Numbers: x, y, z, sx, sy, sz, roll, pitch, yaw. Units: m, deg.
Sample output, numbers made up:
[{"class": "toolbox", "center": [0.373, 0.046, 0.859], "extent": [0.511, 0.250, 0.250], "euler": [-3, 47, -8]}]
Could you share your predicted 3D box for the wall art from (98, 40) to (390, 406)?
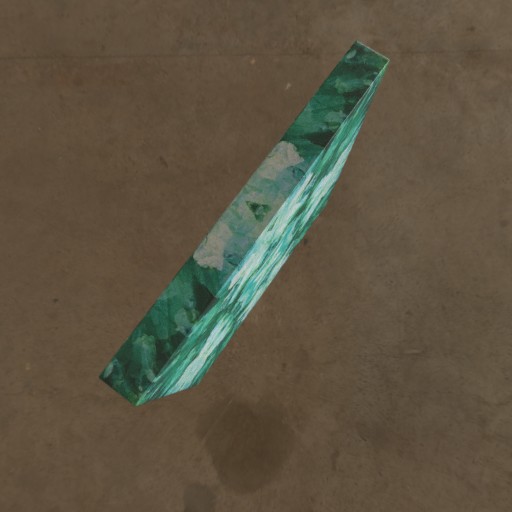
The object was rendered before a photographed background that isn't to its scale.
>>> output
[{"class": "wall art", "center": [0.000, 0.000, 0.465], "extent": [0.033, 0.313, 0.313], "euler": [35, 79, 8]}]
